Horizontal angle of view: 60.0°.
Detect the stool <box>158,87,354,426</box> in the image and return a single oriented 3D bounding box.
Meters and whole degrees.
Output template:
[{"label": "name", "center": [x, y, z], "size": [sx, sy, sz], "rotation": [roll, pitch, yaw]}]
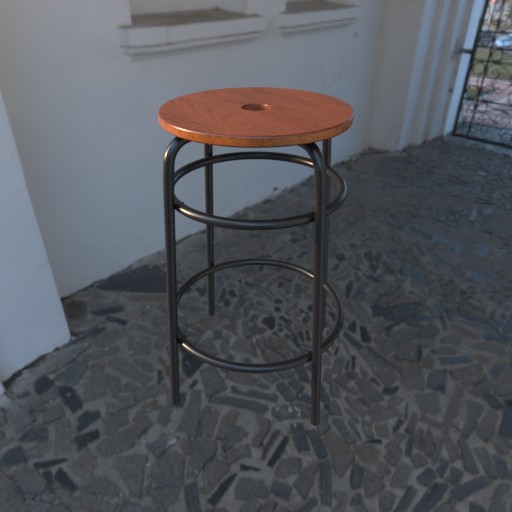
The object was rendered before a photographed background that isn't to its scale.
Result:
[{"label": "stool", "center": [0.000, 0.000, 0.931], "size": [0.455, 0.610, 0.455], "rotation": [-20, 38, -29]}]
